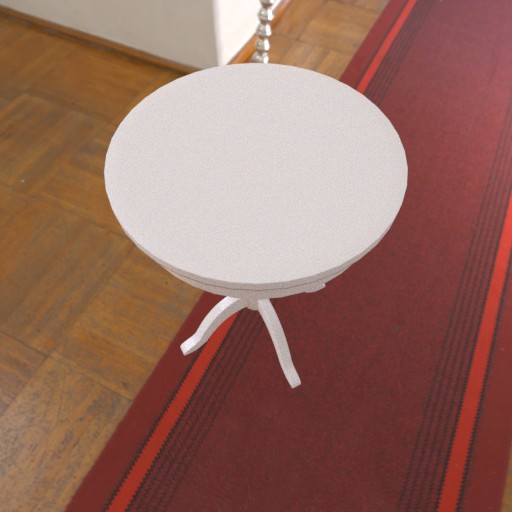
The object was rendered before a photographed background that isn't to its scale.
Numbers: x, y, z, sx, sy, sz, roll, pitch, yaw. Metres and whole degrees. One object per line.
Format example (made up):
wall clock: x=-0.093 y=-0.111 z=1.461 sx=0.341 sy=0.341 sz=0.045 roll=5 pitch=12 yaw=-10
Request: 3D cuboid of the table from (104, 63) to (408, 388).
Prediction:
table: x=0.000 y=0.000 z=1.034 sx=0.513 sy=0.653 sz=0.513 roll=0 pitch=57 yaw=0
